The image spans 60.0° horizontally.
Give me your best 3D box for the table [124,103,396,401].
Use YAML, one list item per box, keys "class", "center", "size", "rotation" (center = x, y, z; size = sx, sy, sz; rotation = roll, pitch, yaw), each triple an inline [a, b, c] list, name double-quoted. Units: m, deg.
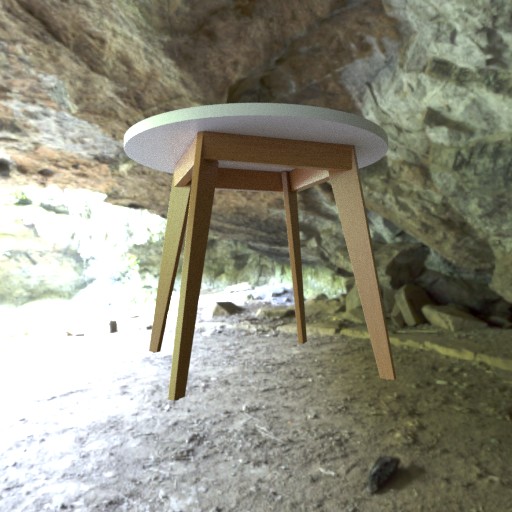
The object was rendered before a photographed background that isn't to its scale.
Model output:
- class: "table"
  center: [0.000, 0.000, 1.563]
  size: [0.896, 0.762, 0.896]
  rotation: [0, -1, 0]
